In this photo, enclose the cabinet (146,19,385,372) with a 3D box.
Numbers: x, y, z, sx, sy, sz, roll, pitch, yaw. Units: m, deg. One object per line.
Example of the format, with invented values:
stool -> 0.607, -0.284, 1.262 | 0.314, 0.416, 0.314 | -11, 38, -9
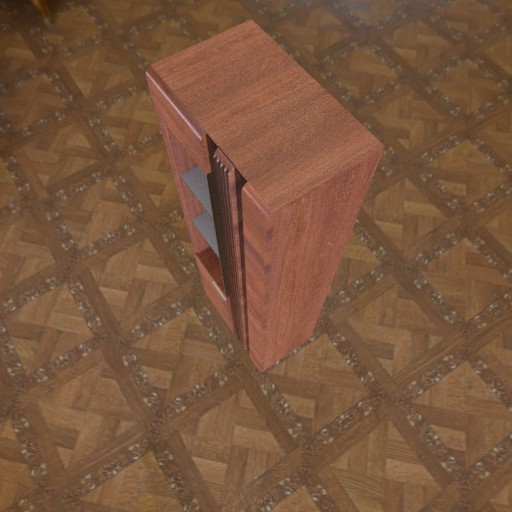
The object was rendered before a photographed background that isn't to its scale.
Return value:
cabinet -> 0.000, 0.000, 2.194 | 0.420, 1.980, 0.660 | -32, 68, -15
